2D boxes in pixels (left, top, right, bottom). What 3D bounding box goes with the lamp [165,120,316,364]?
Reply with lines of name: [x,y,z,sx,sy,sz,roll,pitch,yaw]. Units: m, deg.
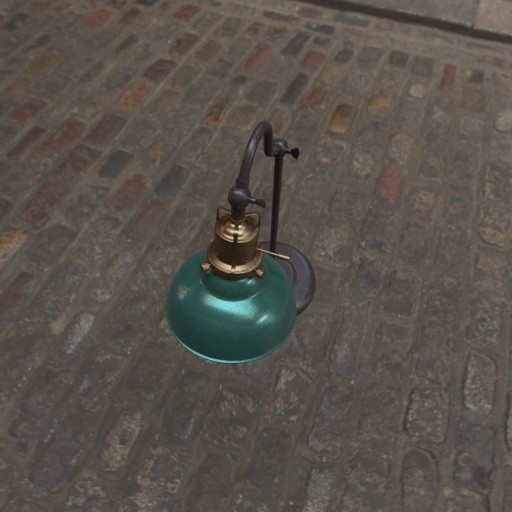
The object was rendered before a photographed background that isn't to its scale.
lamp: [0.000,0.000,0.683,0.192,0.508,0.374,18,61,10]
